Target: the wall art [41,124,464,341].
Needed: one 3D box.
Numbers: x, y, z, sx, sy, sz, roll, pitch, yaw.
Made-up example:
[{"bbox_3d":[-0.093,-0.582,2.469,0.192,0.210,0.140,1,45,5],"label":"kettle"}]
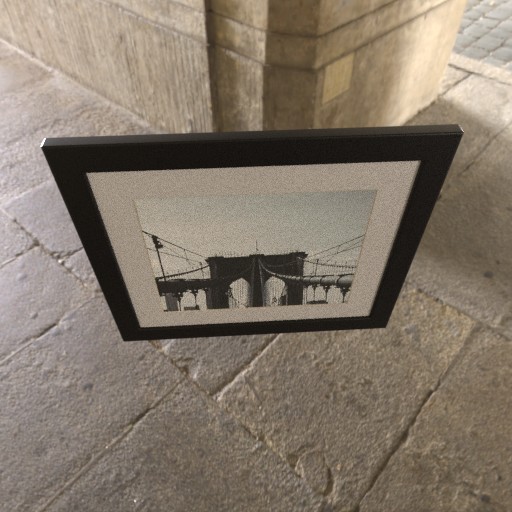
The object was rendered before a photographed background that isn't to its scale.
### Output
[{"bbox_3d":[0.000,0.000,0.717,0.521,0.450,0.018,-3,48,-2],"label":"wall art"}]
